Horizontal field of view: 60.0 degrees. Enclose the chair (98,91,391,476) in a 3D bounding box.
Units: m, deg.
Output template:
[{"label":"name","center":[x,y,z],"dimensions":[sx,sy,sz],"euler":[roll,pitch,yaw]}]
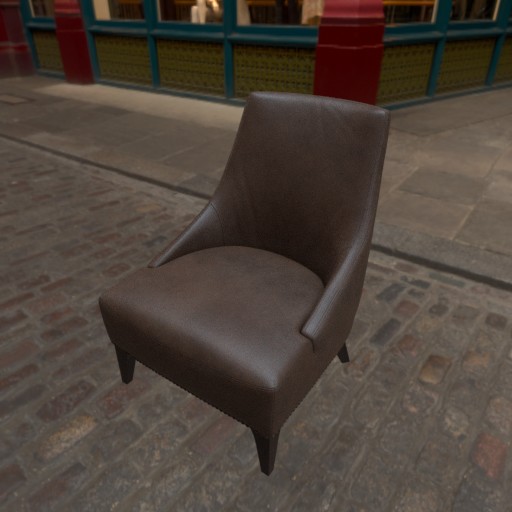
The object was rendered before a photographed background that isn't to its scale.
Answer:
[{"label":"chair","center":[0.000,0.000,1.505],"dimensions":[0.701,0.909,0.861],"euler":[20,36,29]}]
